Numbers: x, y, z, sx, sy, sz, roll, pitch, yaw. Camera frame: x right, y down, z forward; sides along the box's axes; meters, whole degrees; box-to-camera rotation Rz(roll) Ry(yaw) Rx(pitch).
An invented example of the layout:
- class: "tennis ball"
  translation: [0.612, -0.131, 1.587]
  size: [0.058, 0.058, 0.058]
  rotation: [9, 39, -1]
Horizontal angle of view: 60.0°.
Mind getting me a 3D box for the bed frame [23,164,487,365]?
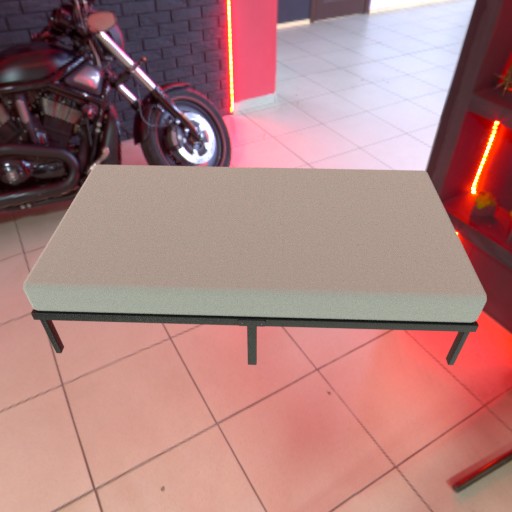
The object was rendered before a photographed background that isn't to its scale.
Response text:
- class: "bed frame"
  translation: [0.000, 0.000, 3.183]
  size: [2.635, 0.680, 1.393]
  rotation: [1, 42, 2]
